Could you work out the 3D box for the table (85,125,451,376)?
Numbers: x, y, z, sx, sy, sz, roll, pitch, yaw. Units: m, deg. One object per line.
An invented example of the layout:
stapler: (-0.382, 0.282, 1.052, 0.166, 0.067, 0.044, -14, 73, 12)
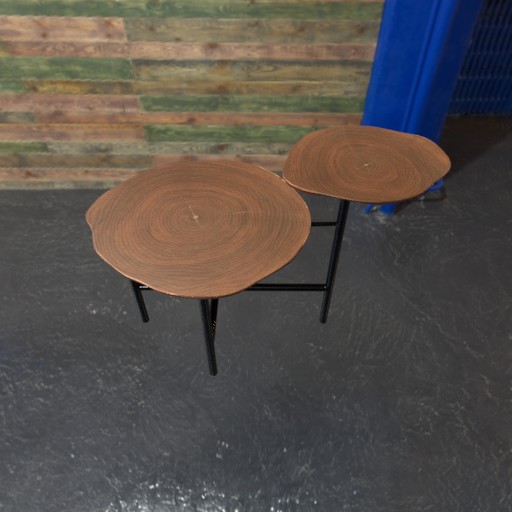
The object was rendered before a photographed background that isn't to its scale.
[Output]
table: (0.000, 0.000, 1.059, 0.759, 0.538, 0.442, 1, 46, 1)
